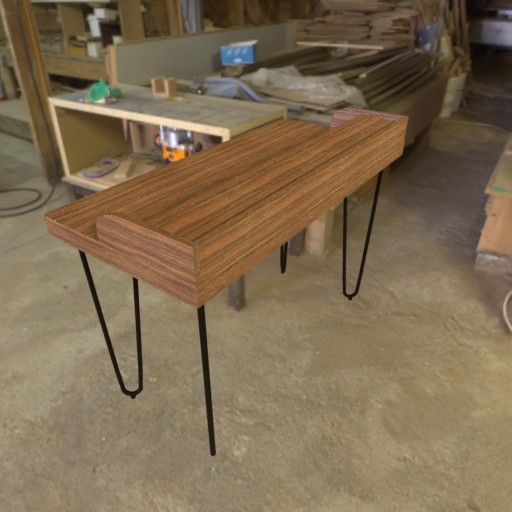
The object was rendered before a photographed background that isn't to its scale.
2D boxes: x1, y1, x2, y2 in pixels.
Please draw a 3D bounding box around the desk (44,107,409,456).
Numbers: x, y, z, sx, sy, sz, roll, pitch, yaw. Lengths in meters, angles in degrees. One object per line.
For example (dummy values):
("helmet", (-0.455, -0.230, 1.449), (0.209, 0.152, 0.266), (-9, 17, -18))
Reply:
("desk", (0.000, 0.000, 1.639), (0.565, 0.854, 1.200), (21, 38, 30))
